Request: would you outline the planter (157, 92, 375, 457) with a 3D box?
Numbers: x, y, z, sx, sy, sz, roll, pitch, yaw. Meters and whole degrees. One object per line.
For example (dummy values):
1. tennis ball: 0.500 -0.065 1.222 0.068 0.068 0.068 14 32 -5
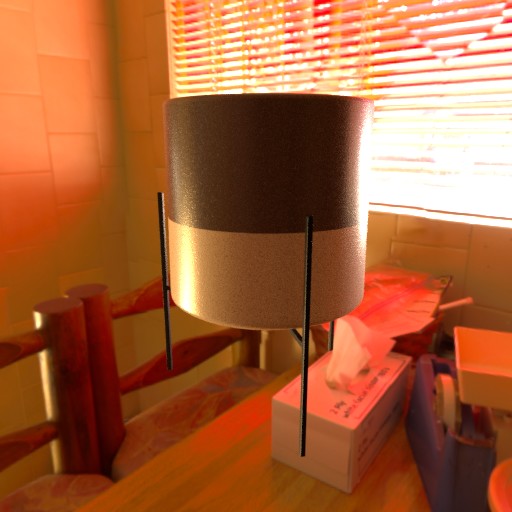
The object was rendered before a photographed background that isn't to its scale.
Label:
1. planter: 0.000 0.000 0.536 0.260 0.353 0.250 2 15 9
